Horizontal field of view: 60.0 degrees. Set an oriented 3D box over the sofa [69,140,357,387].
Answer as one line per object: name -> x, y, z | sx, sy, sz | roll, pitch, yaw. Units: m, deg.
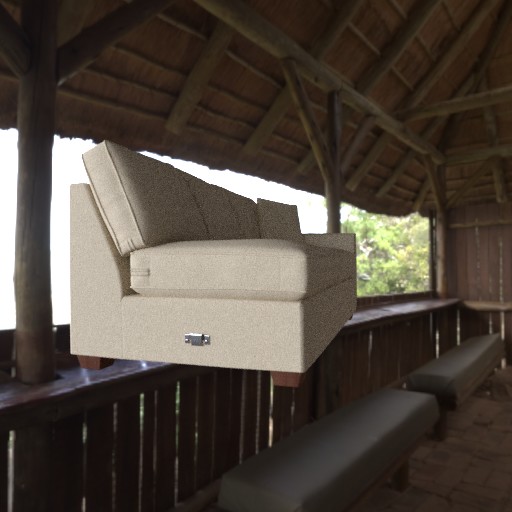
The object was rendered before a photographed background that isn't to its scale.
sofa -> 0.000, 0.000, 2.596 | 1.034, 0.946, 1.963 | 0, 0, 18
